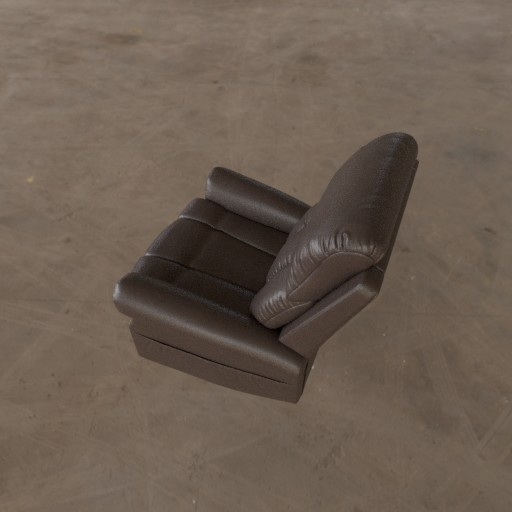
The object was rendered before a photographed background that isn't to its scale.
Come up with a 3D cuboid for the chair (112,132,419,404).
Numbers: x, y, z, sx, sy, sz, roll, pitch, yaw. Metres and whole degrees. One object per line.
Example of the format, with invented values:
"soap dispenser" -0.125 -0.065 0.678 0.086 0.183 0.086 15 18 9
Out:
"chair" 0.000 0.000 1.766 0.978 1.028 0.869 17 49 16
